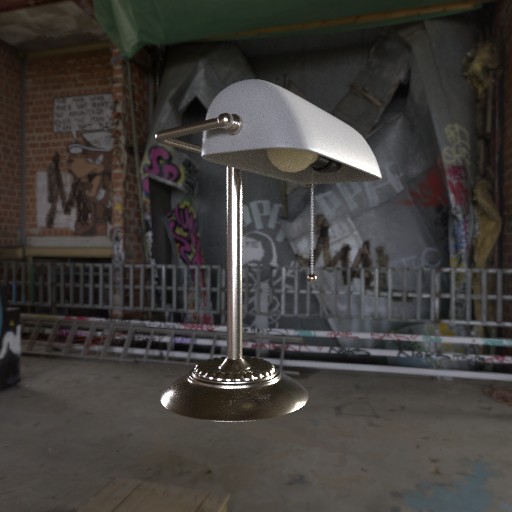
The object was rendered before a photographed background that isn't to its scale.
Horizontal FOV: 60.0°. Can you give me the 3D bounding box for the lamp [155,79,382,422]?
[{"bbox_3d":[0.000,0.000,0.522,0.243,0.339,0.264,0,0,36],"label":"lamp"}]
